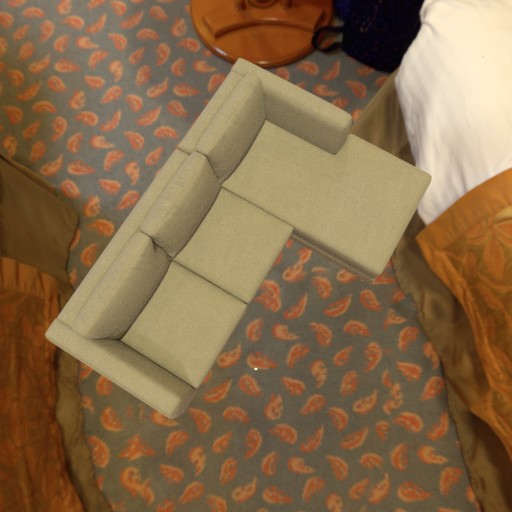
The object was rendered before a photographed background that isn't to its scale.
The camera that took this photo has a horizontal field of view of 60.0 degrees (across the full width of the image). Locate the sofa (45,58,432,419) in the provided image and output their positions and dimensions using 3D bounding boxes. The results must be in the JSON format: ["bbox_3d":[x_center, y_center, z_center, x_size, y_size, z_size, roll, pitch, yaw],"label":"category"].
[{"bbox_3d":[0.000,0.000,3.008,1.580,0.860,2.300,30,78,7],"label":"sofa"}]
